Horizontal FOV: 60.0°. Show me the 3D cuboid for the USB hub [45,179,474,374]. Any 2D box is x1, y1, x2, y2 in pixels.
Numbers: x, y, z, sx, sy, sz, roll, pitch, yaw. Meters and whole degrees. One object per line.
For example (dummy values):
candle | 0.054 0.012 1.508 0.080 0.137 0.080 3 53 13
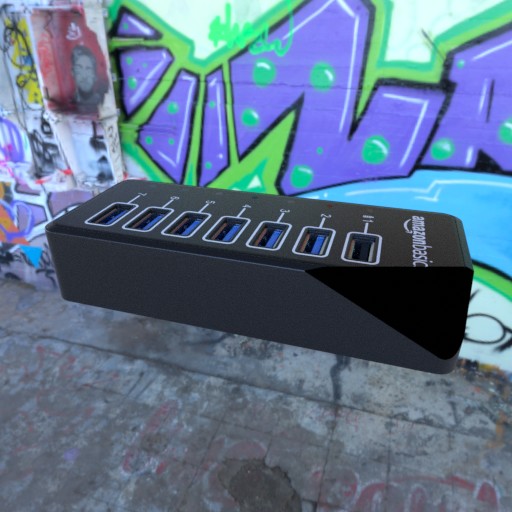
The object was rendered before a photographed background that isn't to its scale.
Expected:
USB hub | 0.000 0.000 0.128 0.110 0.023 0.044 8 30 15
